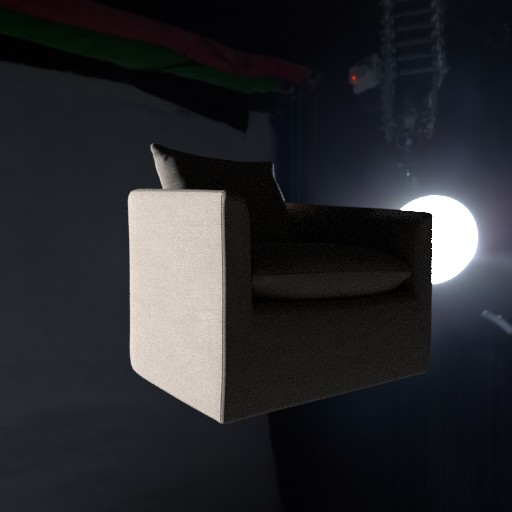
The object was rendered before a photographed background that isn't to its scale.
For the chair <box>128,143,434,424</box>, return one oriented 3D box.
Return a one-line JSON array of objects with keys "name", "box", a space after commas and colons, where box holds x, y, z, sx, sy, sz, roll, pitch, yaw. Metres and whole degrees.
[{"name": "chair", "box": [0.000, 0.000, 1.610, 0.845, 0.848, 0.910, 0, 0, -36]}]
